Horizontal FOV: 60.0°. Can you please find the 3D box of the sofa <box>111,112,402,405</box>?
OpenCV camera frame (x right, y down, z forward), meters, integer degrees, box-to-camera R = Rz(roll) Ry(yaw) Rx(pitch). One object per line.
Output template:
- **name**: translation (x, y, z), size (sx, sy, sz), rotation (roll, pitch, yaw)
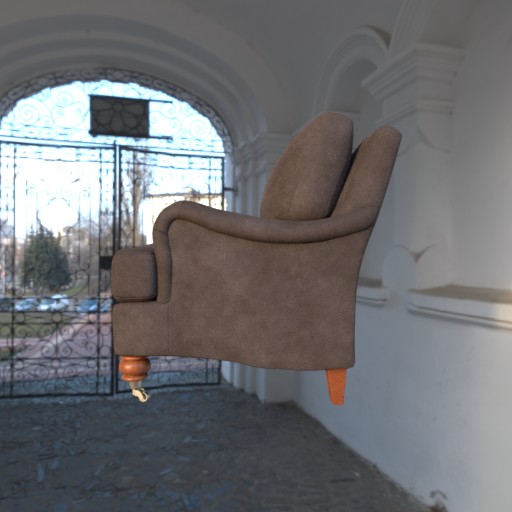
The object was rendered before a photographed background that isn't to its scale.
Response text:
- **sofa**: translation (0.000, 0.000, 2.493), size (1.084, 1.101, 1.853), rotation (0, 0, 0)
